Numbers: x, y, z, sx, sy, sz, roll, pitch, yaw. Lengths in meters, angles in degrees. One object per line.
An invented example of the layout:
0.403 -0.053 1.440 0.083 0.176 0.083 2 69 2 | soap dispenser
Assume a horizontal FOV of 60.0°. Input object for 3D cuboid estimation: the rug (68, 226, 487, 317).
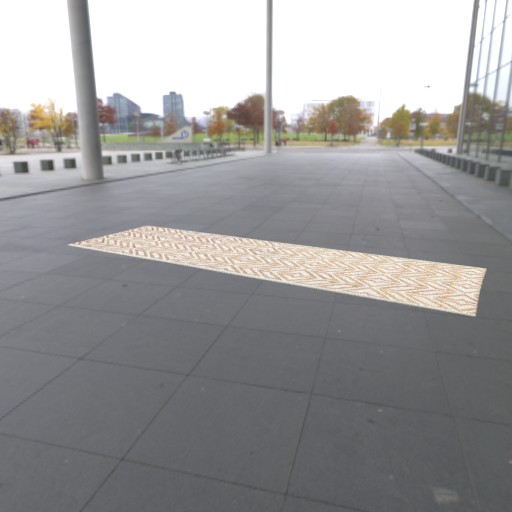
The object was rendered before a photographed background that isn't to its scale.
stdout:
0.000 0.000 2.655 2.435 0.009 0.750 8 17 29 | rug
